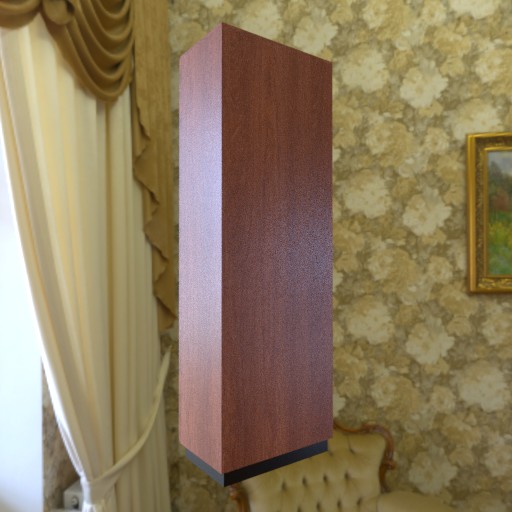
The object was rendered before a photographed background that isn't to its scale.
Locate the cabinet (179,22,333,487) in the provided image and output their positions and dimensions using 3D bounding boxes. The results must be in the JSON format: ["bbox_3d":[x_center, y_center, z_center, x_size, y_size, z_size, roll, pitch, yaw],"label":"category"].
[{"bbox_3d":[0.000,0.000,2.234,0.660,1.980,0.420,0,-1,-36],"label":"cabinet"}]
